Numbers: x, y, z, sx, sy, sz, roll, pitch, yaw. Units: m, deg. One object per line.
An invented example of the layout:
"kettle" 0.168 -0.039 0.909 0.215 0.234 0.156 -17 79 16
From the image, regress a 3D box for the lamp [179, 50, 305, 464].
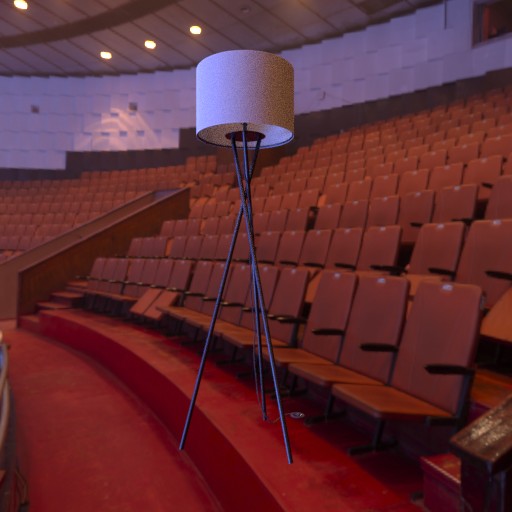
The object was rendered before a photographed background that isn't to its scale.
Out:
"lamp" 0.000 0.000 1.947 0.667 1.624 0.522 0 0 -19
